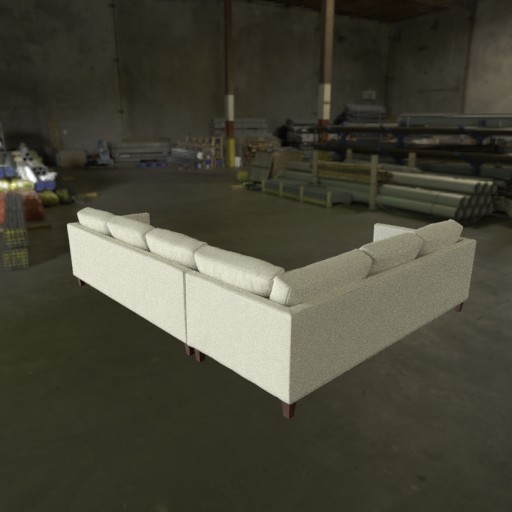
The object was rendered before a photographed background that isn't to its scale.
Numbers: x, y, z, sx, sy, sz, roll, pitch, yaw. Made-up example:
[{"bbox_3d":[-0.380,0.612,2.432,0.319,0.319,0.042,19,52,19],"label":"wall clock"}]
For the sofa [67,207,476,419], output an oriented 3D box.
[{"bbox_3d":[0.000,0.000,4.336,2.432,0.863,3.182,-15,22,-41],"label":"sofa"}]
